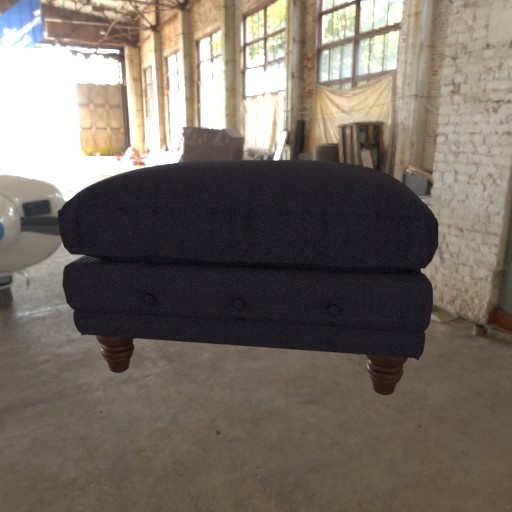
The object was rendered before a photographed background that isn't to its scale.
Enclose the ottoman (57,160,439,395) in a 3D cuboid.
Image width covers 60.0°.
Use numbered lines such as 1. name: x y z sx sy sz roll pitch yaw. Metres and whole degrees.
1. ottoman: 0.000 0.000 1.148 0.767 0.486 0.558 2 15 9
